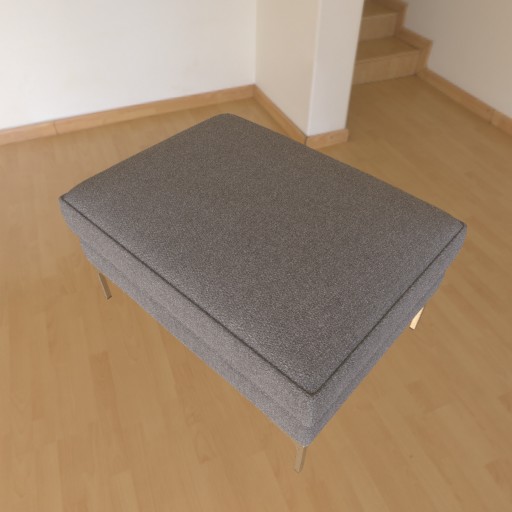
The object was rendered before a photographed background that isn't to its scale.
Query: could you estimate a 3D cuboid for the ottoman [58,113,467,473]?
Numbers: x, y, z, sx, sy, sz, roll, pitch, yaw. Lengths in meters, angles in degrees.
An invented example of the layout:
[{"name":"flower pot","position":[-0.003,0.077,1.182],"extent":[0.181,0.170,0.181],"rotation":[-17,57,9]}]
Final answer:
[{"name":"ottoman","position":[0.000,0.000,1.136],"extent":[0.785,0.464,0.583],"rotation":[33,54,28]}]
